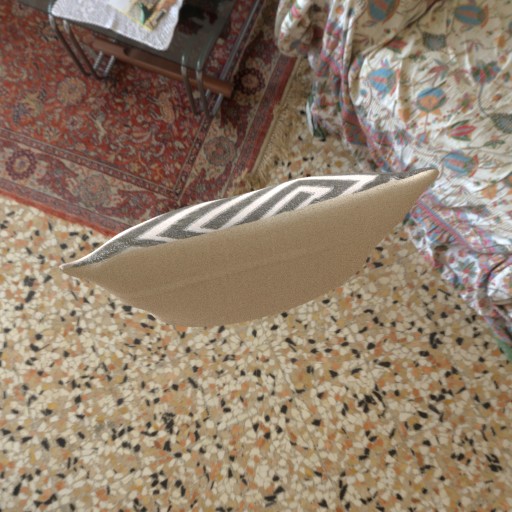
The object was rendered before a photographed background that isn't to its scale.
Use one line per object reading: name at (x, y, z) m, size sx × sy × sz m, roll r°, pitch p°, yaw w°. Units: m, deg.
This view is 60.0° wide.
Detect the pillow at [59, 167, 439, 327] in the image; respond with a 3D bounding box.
pillow at (0.000, 0.000, 0.691) m, size 0.440 × 0.441 × 0.182 m, roll -15°, pitch 79°, yaw -3°
